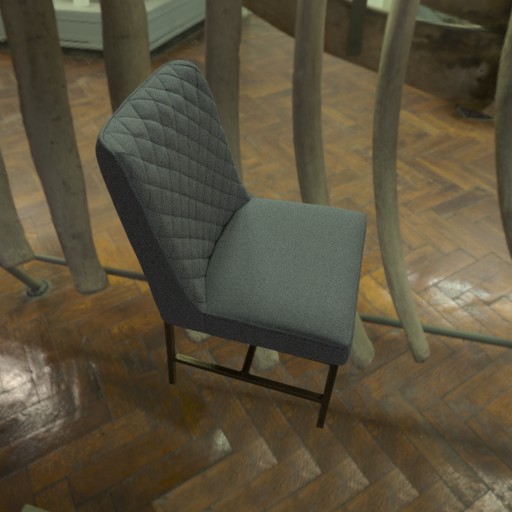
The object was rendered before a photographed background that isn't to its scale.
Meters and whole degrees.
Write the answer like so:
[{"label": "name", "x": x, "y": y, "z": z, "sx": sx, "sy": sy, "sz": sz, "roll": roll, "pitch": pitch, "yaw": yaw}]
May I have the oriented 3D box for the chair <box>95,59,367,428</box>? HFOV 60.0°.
[{"label": "chair", "x": 0.000, "y": 0.000, "z": 1.243, "sx": 0.587, "sy": 0.889, "sz": 0.508, "roll": 10, "pitch": 46, "yaw": 10}]
